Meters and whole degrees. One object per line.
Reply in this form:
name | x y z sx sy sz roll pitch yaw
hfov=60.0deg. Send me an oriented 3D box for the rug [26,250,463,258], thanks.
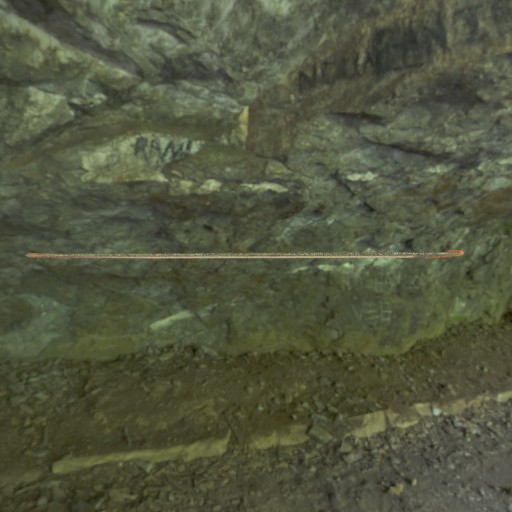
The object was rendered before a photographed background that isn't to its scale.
rug | 0.000 0.000 2.295 1.838 0.019 1.220 0 -1 18
